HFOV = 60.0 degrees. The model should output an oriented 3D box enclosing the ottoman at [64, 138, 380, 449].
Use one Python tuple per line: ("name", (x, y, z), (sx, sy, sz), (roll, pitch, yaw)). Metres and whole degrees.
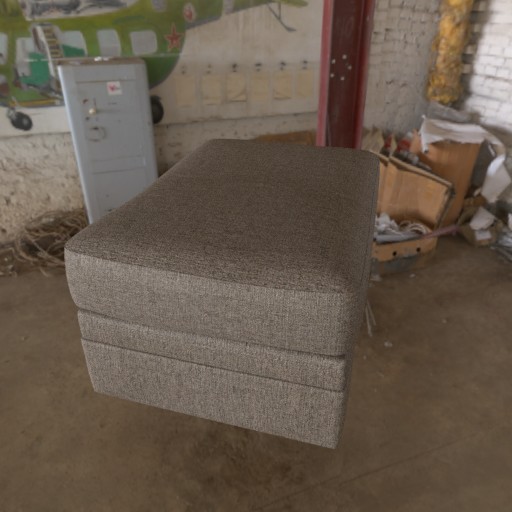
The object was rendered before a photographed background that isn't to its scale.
("ottoman", (0.000, 0.000, 1.281), (0.637, 0.478, 0.885), (8, 31, 14))
